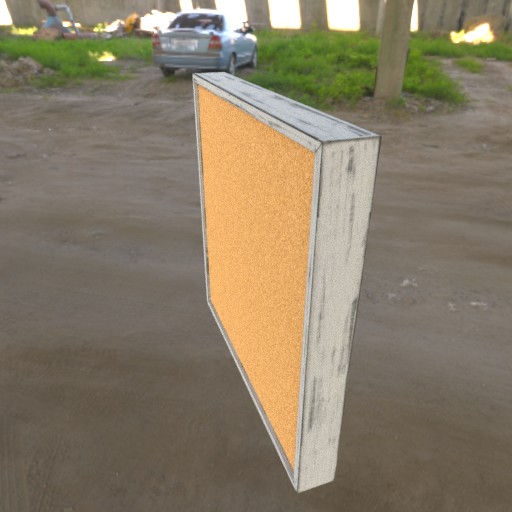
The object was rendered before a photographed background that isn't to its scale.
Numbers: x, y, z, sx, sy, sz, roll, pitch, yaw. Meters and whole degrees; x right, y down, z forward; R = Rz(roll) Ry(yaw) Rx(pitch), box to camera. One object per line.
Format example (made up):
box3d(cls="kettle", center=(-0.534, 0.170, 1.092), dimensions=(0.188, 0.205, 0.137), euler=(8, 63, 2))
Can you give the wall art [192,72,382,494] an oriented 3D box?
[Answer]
box3d(cls="wall art", center=(0.000, 0.000, 0.437), dimensions=(0.036, 0.303, 0.303), euler=(-10, 31, -18))
